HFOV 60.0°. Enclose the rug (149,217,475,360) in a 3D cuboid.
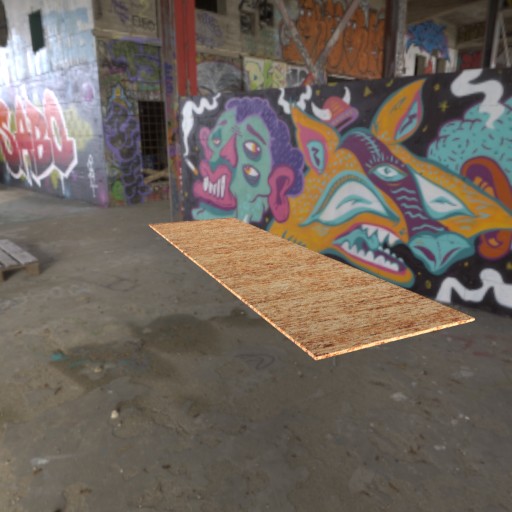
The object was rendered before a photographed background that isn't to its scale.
[{"bbox_3d":[0.000,0.000,2.426,0.680,0.014,2.237,-7,17,-25],"label":"rug"}]
